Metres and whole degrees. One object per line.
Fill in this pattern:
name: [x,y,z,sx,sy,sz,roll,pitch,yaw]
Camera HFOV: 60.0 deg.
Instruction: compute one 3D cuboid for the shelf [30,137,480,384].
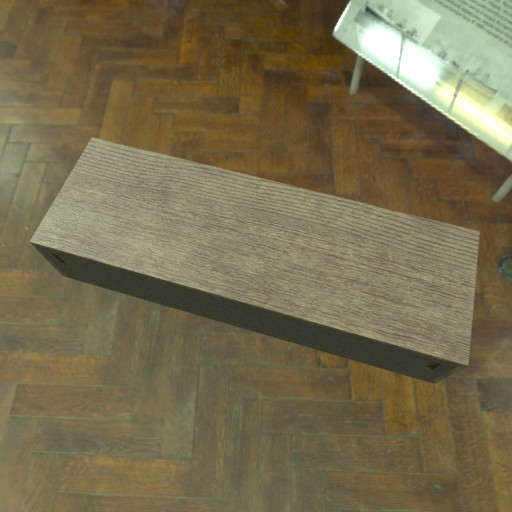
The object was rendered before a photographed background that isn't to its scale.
shelf: [0.000,0.000,0.687,0.610,0.125,0.200,15,64,7]
